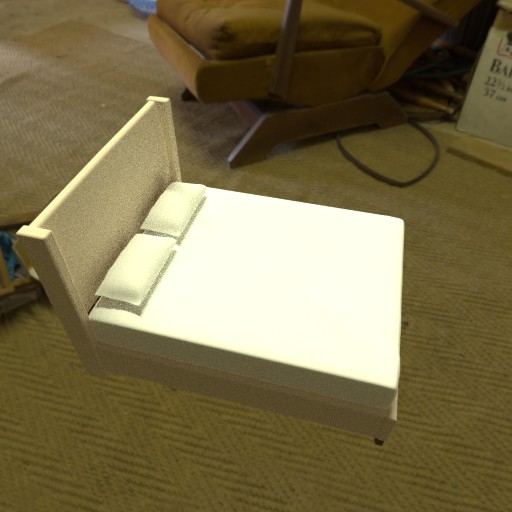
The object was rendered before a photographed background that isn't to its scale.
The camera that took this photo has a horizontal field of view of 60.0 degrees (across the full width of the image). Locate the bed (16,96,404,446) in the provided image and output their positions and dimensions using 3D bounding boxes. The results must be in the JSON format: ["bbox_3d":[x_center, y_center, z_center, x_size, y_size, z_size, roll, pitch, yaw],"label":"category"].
[{"bbox_3d":[0.000,0.000,3.366,2.293,1.471,1.778,11,46,10],"label":"bed"}]
